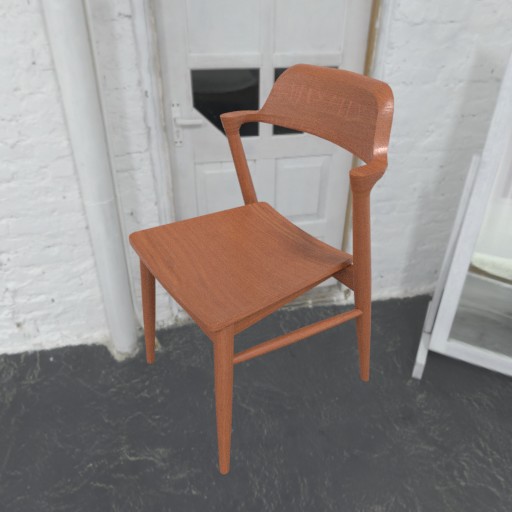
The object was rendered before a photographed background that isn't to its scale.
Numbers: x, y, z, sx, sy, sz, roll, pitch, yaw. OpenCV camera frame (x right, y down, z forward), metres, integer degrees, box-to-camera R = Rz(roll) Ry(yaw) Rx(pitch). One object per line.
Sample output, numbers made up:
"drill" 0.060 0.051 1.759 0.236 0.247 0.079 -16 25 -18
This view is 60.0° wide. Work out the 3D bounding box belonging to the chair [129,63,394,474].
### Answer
"chair" 0.000 0.000 1.086 0.499 0.801 0.496 -21 38 -29
